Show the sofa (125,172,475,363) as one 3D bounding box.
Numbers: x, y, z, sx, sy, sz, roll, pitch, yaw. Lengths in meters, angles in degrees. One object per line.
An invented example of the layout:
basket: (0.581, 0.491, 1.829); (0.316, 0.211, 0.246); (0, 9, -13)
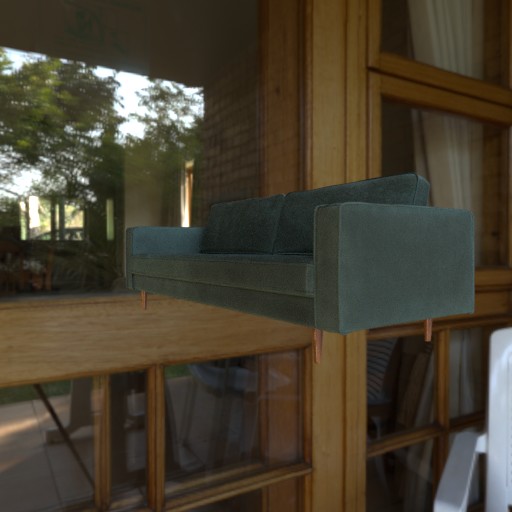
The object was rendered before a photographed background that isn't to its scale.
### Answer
sofa: (0.000, 0.000, 2.615); (0.886, 0.781, 2.214); (-1, 1, -35)
